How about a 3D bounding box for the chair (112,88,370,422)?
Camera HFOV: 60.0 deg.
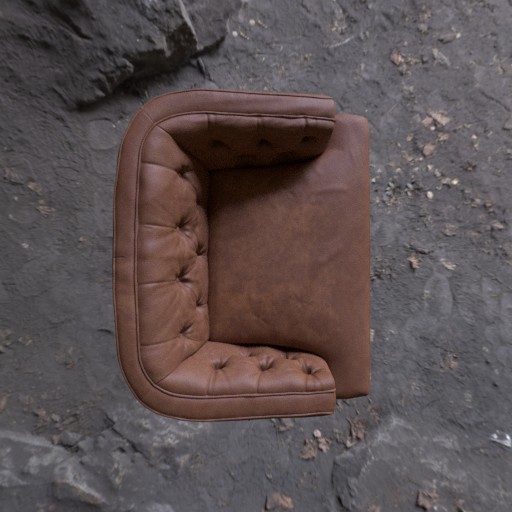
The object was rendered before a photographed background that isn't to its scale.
[{"bbox_3d":[0.000,0.000,1.774,0.911,0.836,1.119,0,89,0],"label":"chair"}]
